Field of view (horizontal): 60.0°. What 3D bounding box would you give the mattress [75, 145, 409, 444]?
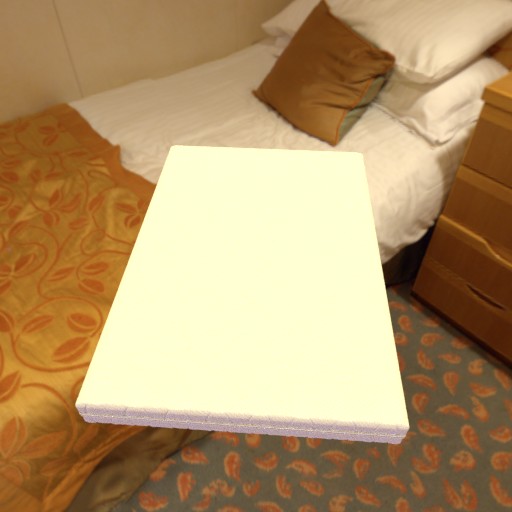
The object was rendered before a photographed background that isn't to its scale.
[{"bbox_3d":[0.000,0.000,2.571,1.400,0.200,2.000,3,46,3],"label":"mattress"}]
